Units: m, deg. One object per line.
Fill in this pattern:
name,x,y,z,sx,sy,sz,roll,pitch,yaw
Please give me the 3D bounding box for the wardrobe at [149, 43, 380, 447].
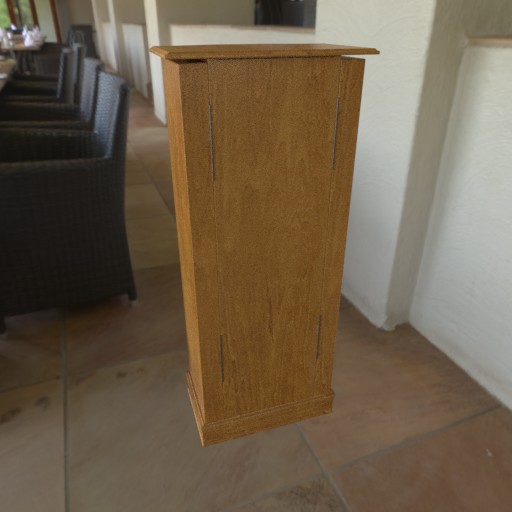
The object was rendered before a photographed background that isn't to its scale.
wardrobe,0.000,0.000,1.122,0.406,0.959,0.273,-9,29,-16
